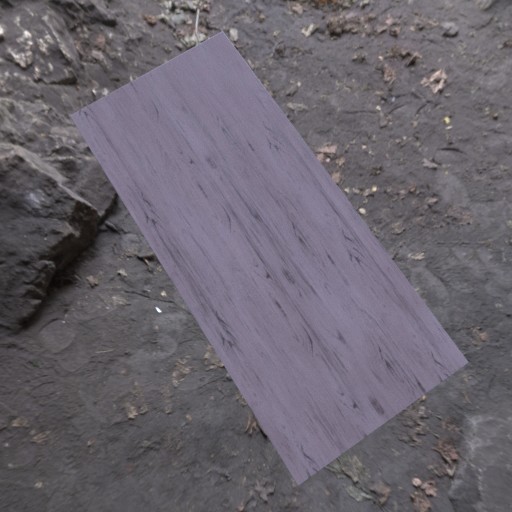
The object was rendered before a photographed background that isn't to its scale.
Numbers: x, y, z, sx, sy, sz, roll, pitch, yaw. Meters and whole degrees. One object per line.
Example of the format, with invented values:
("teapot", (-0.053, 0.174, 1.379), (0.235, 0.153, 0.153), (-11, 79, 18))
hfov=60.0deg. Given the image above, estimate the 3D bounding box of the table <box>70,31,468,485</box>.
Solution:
("table", (0.000, 0.000, 2.264), (0.795, 0.899, 1.778), (-32, 79, -7))
